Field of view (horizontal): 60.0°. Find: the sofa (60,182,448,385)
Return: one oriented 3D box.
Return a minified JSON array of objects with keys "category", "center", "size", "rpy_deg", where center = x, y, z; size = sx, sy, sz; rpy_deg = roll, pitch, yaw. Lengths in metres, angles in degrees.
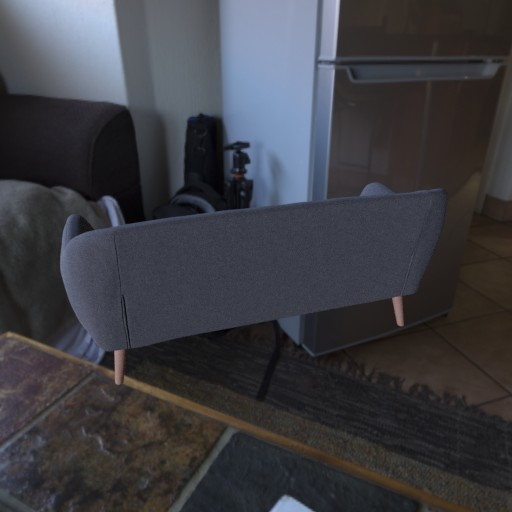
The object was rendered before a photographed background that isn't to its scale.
[{"category":"sofa","center":[0.000,0.000,2.285],"size":[1.840,0.820,0.820],"rpy_deg":[-8,28,-16]}]
